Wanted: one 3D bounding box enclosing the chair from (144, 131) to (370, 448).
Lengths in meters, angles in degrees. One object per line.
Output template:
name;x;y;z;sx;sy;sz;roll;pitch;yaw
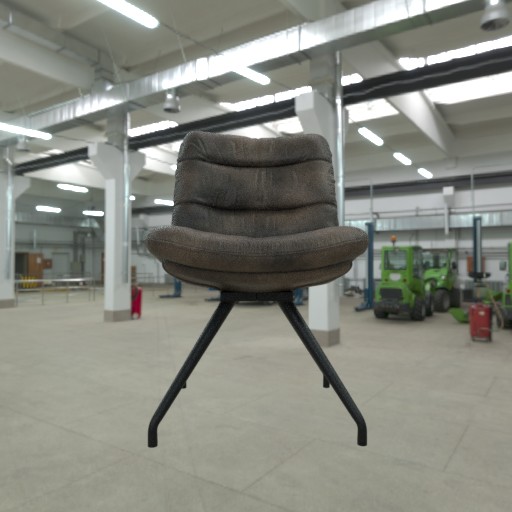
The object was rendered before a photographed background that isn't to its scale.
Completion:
chair;0.000;0.000;1.269;0.549;0.870;0.622;0;-1;-1
